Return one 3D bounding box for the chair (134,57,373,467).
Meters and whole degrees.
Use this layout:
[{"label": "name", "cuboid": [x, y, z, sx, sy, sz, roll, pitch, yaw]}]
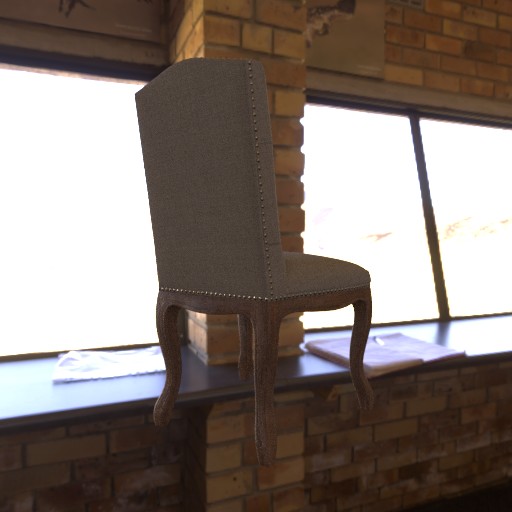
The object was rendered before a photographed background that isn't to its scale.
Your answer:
[{"label": "chair", "cuboid": [0.000, 0.000, 1.611, 0.637, 1.191, 0.731, 2, 3, 36]}]
